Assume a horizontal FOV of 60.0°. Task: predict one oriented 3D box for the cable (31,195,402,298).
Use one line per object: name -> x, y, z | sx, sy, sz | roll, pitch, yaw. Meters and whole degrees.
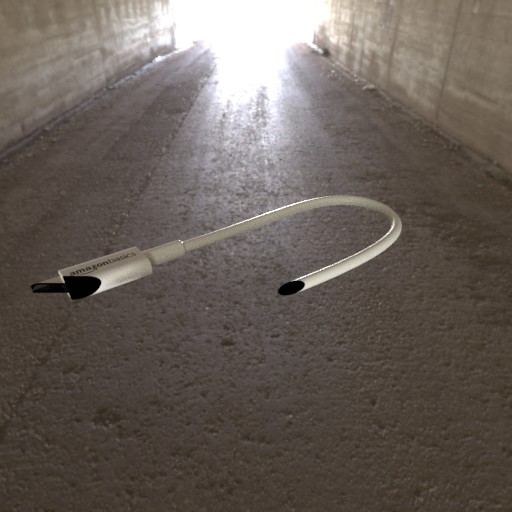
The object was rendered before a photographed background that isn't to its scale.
cable -> 0.000, 0.000, 0.112 | 0.098, 0.005, 0.041 | -21, 37, -30
